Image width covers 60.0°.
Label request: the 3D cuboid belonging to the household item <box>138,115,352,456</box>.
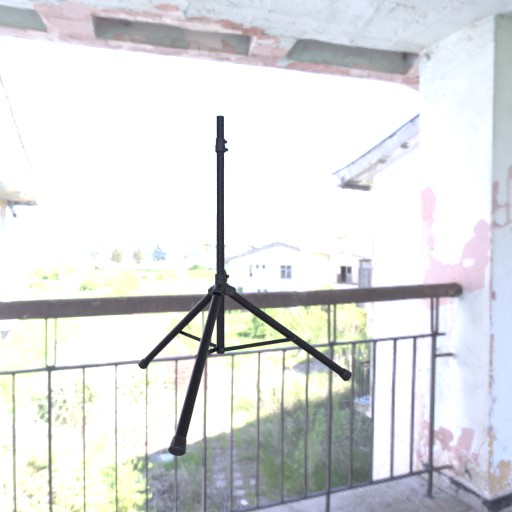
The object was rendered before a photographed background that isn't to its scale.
[{"bbox_3d":[0.000,0.000,1.860,0.907,1.136,1.045,0,1,-18],"label":"household item"}]
